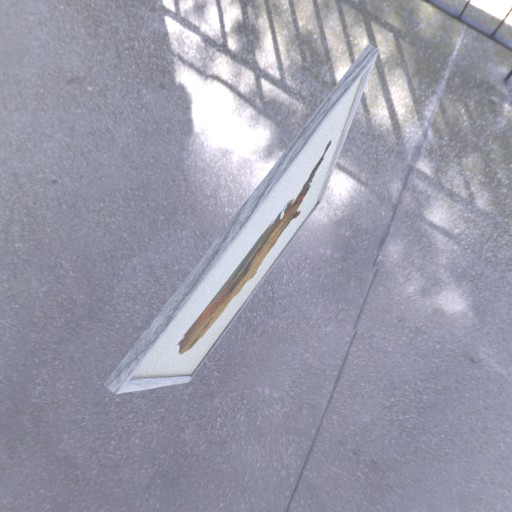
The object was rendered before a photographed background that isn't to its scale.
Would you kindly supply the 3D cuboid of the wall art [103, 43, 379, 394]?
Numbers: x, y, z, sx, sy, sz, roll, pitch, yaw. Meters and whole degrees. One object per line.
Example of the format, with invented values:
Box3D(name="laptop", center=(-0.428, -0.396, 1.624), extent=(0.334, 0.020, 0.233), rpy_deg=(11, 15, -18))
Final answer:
Box3D(name="wall art", center=(0.000, 0.000, 0.747), extent=(0.016, 0.507, 0.508), rpy_deg=(35, 78, 8))
